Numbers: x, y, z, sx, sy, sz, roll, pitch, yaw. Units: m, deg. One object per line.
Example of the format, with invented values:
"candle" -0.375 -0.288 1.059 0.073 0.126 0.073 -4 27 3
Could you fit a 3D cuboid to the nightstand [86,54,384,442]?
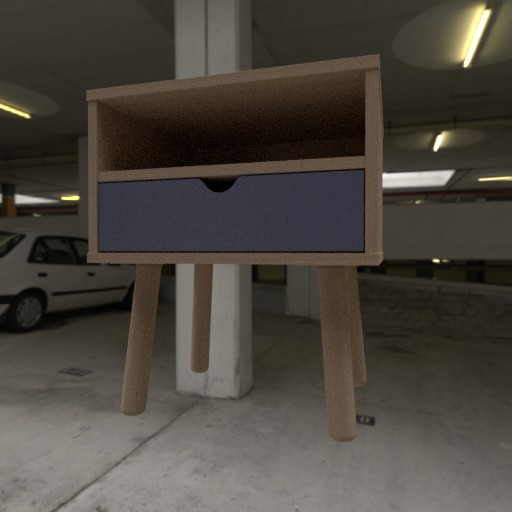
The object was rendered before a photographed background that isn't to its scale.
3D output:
"nightstand" 0.000 0.000 0.826 0.450 0.530 0.380 0 1 17
